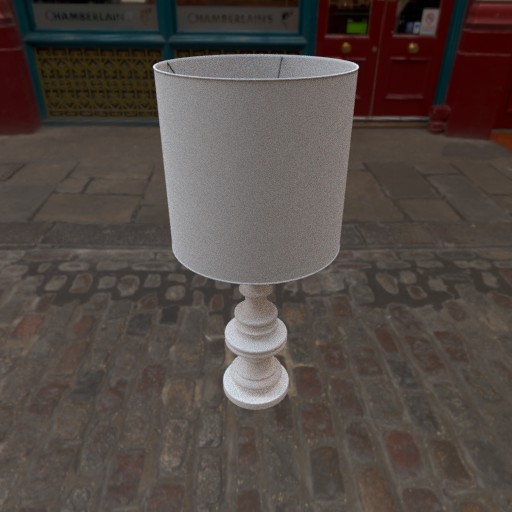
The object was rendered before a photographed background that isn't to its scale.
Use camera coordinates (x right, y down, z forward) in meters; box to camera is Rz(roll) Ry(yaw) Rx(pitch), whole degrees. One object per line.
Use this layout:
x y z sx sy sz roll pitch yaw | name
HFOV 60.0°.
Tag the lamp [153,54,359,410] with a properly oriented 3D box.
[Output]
0.000 0.000 0.570 0.208 0.455 0.208 -1 30 -2 | lamp
